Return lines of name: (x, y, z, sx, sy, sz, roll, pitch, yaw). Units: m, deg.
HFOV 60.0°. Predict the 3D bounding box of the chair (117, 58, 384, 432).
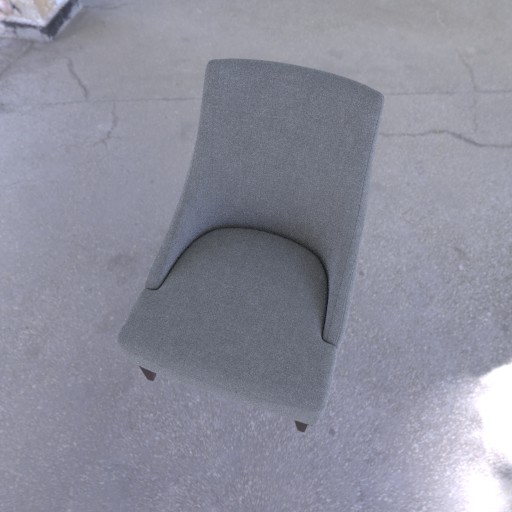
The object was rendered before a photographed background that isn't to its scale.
chair: (0.000, 0.000, 1.497, 0.701, 0.909, 0.861, 15, 58, 10)
